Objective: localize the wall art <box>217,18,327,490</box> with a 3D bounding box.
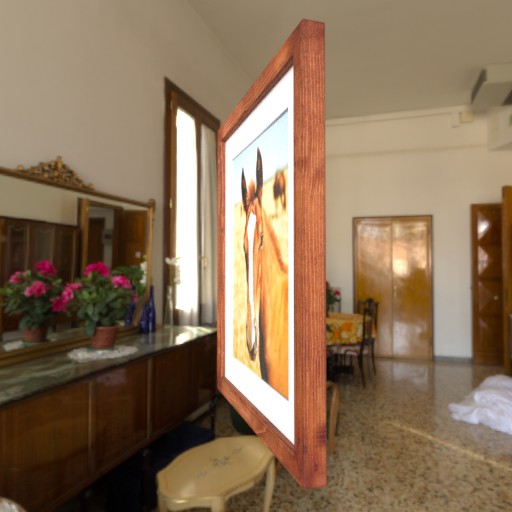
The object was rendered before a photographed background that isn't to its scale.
[{"bbox_3d":[0.000,0.000,0.747,0.030,0.558,0.462,0,-2,-18],"label":"wall art"}]
